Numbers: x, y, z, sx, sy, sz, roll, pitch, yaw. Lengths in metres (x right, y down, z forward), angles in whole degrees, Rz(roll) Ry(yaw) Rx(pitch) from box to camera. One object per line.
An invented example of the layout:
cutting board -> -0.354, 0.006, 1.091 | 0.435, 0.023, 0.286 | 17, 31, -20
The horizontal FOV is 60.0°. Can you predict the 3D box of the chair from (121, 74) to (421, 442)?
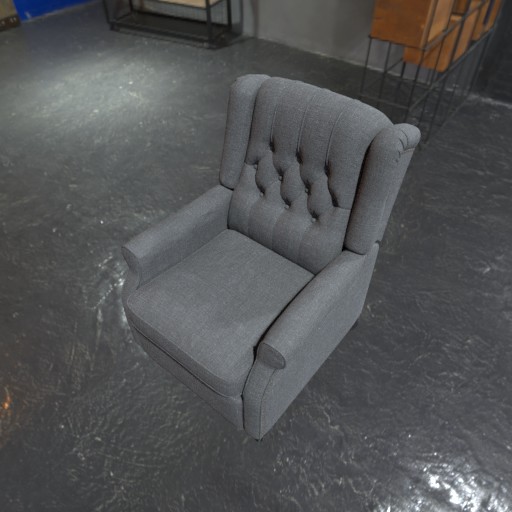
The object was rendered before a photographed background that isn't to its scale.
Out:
chair -> 0.000, 0.000, 1.651 | 0.742, 1.035, 0.898 | 30, 53, 26
